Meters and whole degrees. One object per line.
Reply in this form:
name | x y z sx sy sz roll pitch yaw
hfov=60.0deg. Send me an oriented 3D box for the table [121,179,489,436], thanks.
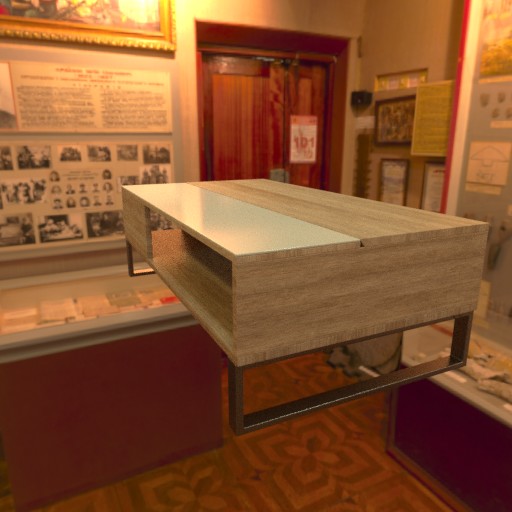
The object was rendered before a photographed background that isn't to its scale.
table | 0.000 0.000 1.364 0.600 0.350 1.100 -7 17 -25
